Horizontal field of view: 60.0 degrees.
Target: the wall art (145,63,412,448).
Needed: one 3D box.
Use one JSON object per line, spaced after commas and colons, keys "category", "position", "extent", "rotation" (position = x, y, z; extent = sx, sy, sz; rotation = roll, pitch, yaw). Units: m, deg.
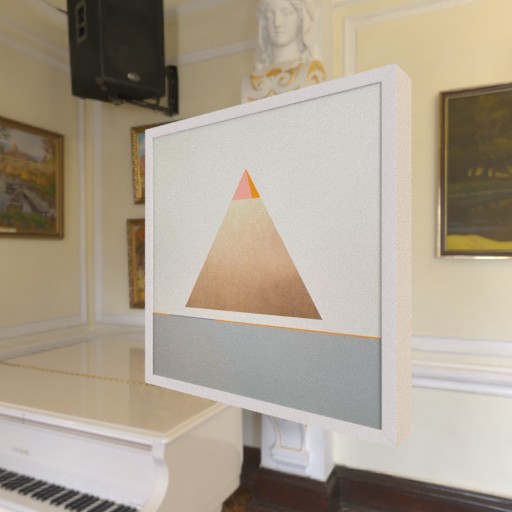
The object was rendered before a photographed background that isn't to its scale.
{"category": "wall art", "position": [0.000, 0.000, 0.457], "extent": [0.305, 0.304, 0.038], "rotation": [0, 0, 37]}
